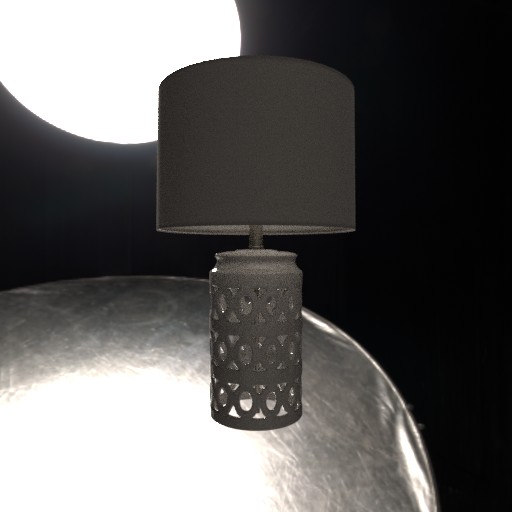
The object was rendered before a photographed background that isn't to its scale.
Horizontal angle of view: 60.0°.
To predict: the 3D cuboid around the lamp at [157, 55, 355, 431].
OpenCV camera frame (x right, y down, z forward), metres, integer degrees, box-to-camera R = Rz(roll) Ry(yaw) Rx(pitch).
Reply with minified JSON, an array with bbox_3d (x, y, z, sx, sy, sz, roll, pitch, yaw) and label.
[{"bbox_3d":[0.000,0.000,0.706,0.310,0.502,0.310,0,1,0],"label":"lamp"}]
